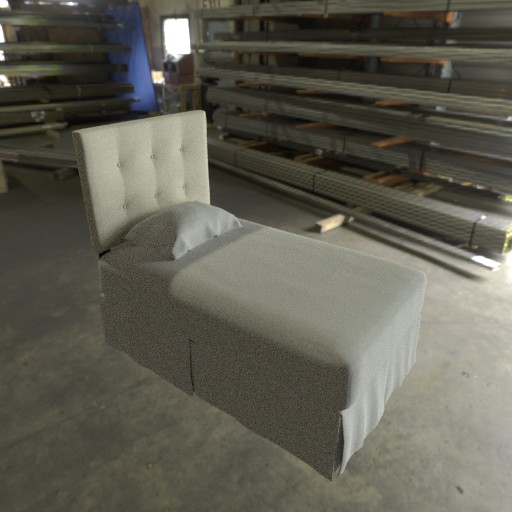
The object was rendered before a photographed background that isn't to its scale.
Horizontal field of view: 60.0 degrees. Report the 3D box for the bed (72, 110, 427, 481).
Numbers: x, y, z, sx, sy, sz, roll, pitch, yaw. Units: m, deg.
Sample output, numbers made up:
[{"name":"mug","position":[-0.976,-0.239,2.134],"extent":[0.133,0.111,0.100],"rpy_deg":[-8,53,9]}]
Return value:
[{"name":"bed","position":[0.000,0.000,2.915],"extent":[1.997,1.571,1.261],"rpy_deg":[18,31,32]}]
